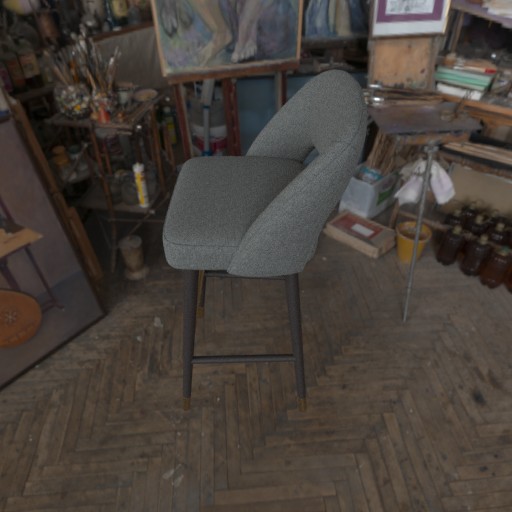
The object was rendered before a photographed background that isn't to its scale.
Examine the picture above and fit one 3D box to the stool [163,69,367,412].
[{"bbox_3d":[0.000,0.000,1.421,0.524,1.089,0.536,1,41,1],"label":"stool"}]
